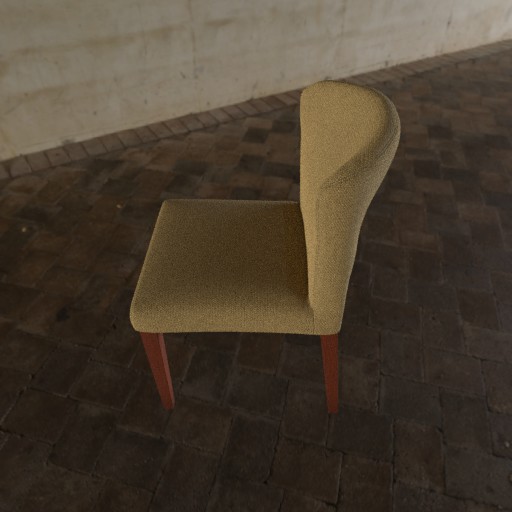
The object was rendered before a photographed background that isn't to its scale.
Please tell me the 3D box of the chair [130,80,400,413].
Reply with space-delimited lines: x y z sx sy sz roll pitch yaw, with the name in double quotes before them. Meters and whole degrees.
"chair" 0.000 0.000 1.197 0.589 0.839 0.491 1 41 1
